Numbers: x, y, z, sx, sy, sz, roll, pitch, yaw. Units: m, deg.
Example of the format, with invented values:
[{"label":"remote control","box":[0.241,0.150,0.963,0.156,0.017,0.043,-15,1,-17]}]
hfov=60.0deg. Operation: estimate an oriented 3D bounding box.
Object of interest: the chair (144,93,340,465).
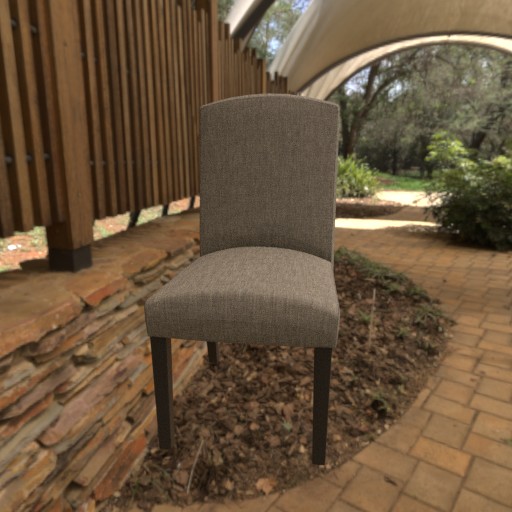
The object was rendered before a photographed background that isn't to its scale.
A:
[{"label":"chair","box":[0.000,0.000,1.243,0.451,0.917,0.580,2,14,8]}]
